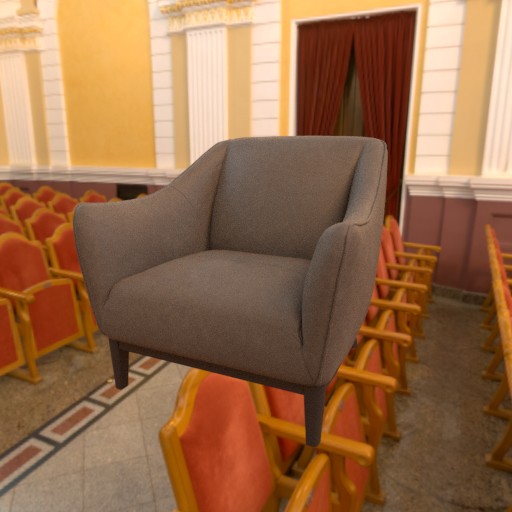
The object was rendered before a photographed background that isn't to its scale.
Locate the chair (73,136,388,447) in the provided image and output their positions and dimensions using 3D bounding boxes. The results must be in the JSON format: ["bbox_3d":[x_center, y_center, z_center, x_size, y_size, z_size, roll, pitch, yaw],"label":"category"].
[{"bbox_3d":[0.000,0.000,1.560,0.871,0.830,0.852,7,15,25],"label":"chair"}]
